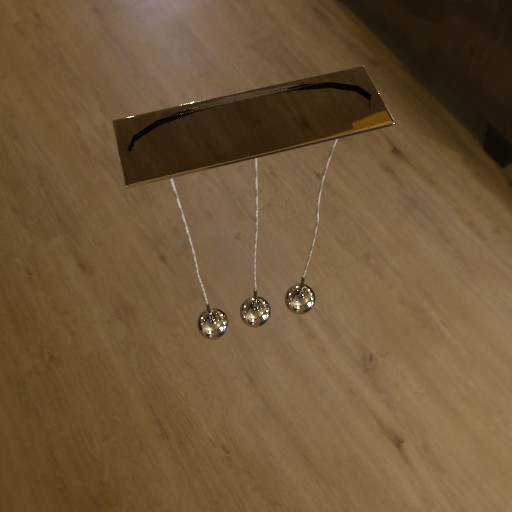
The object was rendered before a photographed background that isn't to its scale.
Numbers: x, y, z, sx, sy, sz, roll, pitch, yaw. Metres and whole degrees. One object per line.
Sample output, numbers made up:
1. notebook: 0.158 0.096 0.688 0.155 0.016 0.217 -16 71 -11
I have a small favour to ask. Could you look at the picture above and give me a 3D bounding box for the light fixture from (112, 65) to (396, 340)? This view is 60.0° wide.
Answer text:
1. light fixture: 0.000 0.000 1.634 0.623 1.408 0.188 -15 65 -7
